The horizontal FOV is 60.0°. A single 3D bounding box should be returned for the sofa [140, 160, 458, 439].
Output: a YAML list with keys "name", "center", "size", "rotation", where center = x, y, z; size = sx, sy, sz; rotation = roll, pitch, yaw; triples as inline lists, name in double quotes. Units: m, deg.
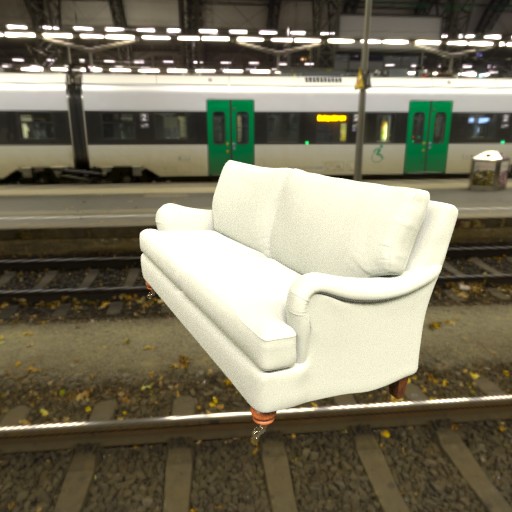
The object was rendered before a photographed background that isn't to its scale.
- name: "sofa"
  center: [0.000, 0.000, 2.866]
  size: [1.069, 1.096, 2.193]
  rotation: [-8, 18, -26]
